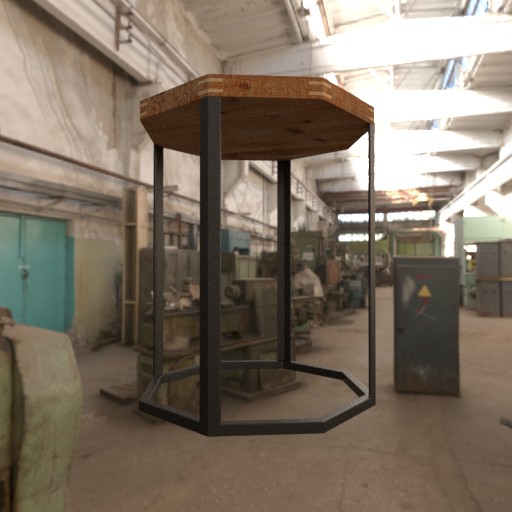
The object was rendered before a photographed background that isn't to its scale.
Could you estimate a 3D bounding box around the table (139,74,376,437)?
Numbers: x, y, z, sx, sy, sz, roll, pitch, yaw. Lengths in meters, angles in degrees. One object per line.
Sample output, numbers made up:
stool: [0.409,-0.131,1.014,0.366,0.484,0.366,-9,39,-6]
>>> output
table: [0.000,0.000,0.880,0.458,0.543,0.458,0,-1,18]
